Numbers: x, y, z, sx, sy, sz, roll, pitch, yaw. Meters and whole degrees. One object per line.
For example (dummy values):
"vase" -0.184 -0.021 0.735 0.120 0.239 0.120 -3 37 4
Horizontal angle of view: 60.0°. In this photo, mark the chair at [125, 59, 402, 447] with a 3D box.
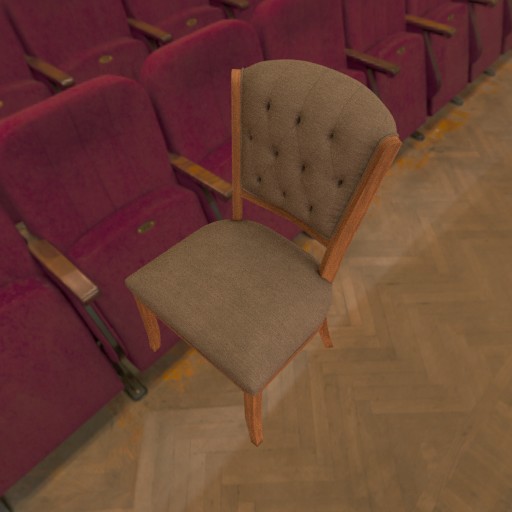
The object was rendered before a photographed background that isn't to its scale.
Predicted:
"chair" 0.000 0.000 1.267 0.513 0.905 0.584 34 57 26
